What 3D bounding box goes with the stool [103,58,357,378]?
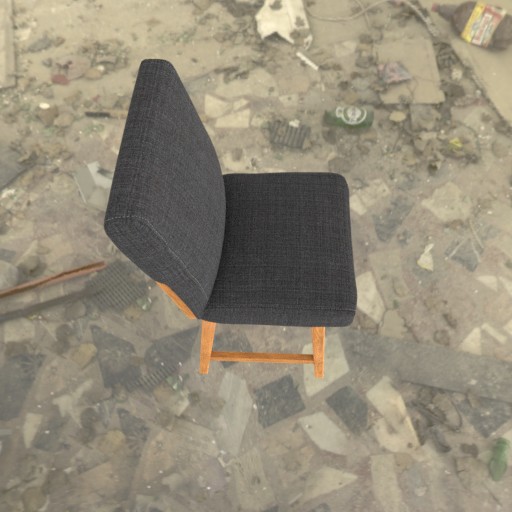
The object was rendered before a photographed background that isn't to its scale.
[{"bbox_3d":[0.000,0.000,1.288,0.526,1.010,0.459,2,62,1],"label":"stool"}]
